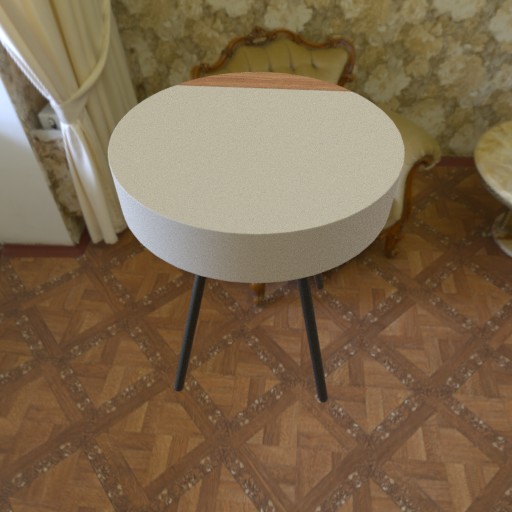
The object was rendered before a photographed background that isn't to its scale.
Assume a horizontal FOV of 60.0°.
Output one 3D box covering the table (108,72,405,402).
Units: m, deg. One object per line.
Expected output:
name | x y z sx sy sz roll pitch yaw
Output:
table | 0.000 0.000 0.852 0.450 0.525 0.450 0 46 0
